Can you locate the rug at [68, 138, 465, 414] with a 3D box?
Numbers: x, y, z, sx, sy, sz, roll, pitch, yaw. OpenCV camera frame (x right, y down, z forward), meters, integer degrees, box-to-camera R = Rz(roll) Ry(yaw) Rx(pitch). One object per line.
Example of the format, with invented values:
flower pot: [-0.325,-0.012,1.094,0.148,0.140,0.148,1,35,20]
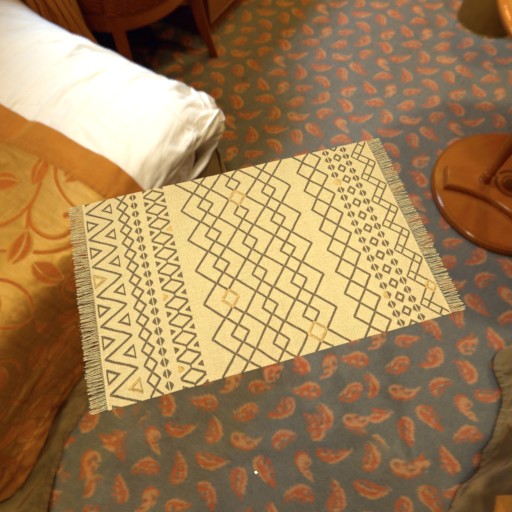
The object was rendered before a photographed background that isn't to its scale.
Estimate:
rug: [0.000,0.000,3.076,2.472,0.035,1.495,-14,65,-7]
